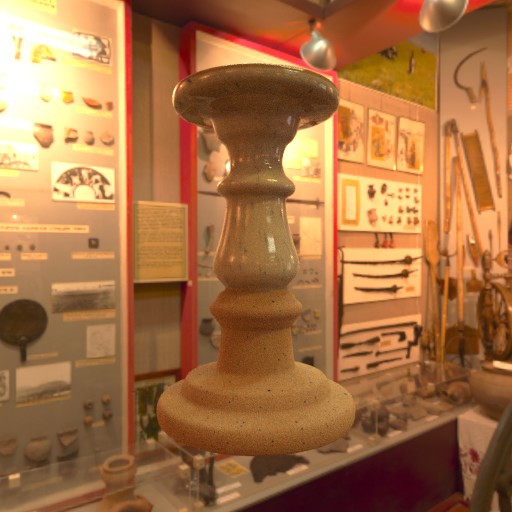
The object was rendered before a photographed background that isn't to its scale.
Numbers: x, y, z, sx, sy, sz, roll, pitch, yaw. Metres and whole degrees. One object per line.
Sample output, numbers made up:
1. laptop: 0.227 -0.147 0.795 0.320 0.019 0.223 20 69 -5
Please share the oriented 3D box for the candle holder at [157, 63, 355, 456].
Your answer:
1. candle holder: 0.000 0.000 0.281 0.123 0.202 0.123 0 0 0
